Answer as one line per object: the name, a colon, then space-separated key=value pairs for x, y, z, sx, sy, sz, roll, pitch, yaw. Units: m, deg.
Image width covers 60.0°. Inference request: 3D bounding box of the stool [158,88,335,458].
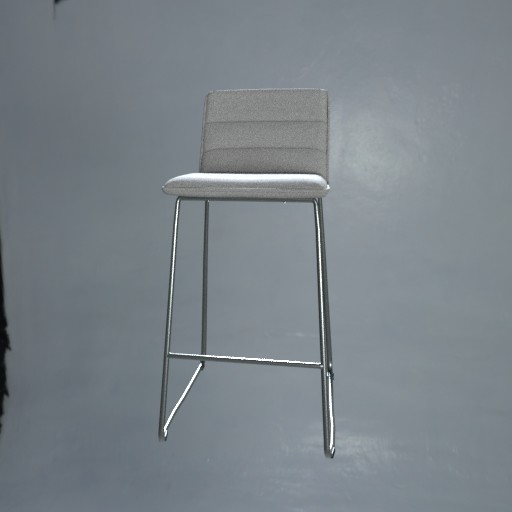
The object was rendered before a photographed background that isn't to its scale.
stool: x=0.000 y=0.000 z=1.276 sx=0.490 sy=0.960 sz=0.490 roll=2 pitch=14 yaw=8
